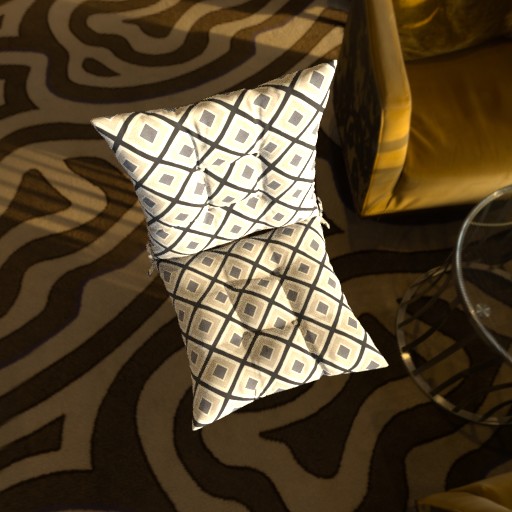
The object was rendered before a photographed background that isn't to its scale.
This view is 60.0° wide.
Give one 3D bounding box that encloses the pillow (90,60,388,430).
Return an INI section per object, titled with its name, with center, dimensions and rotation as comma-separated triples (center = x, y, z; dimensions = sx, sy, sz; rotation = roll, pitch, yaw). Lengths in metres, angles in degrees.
[pillow]
center = 0.000, 0.000, 1.001
dimensions = 0.541, 0.536, 0.585
rotation = -16, 65, -8
